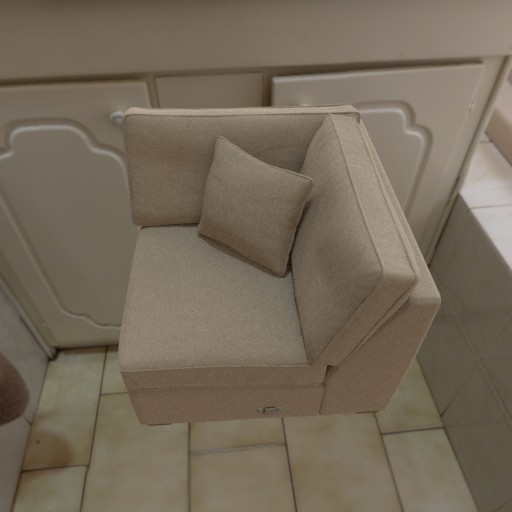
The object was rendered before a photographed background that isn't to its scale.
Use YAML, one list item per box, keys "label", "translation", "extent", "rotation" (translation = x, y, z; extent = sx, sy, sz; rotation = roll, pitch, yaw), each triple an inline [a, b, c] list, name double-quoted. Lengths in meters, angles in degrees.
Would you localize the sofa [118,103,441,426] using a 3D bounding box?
- label: "sofa"
  translation: [0.000, 0.000, 1.915]
  extent: [1.084, 1.002, 1.146]
  rotation: [-3, 46, -3]
